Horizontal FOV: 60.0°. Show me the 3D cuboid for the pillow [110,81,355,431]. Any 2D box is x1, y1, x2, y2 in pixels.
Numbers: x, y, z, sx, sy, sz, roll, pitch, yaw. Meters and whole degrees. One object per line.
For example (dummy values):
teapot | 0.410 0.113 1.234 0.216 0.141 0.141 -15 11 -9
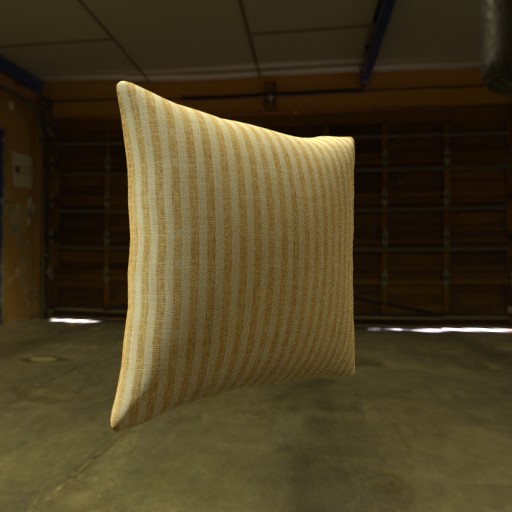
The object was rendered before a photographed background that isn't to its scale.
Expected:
pillow | 0.000 0.000 0.635 0.419 0.407 0.173 0 0 -37
